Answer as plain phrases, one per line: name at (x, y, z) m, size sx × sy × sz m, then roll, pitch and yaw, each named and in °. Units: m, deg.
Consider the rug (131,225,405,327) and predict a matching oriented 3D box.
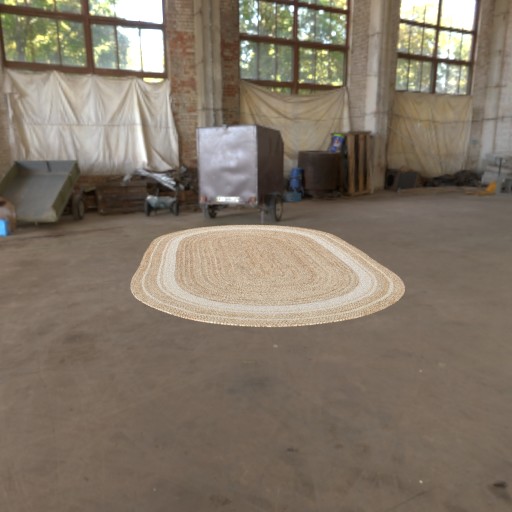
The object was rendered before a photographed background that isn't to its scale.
rug at (0.000, 0.000, 3.012) m, size 1.520 × 0.006 × 2.432 m, roll -2°, pitch 14°, yaw -7°
